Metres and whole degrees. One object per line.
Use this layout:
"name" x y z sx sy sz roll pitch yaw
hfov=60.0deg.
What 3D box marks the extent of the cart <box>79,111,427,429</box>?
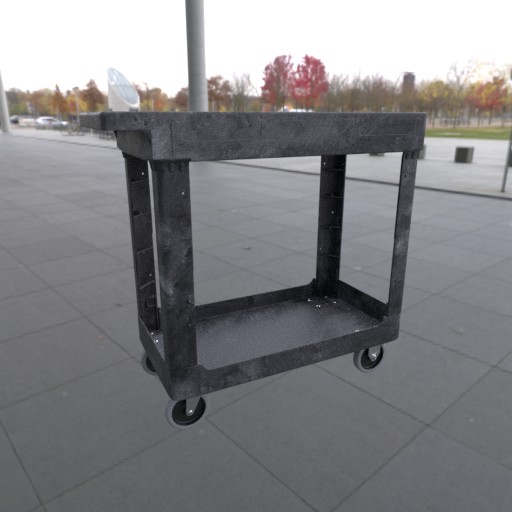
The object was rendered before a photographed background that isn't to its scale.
"cart" 0.000 0.000 1.337 0.877 0.824 0.420 -9 19 -25
